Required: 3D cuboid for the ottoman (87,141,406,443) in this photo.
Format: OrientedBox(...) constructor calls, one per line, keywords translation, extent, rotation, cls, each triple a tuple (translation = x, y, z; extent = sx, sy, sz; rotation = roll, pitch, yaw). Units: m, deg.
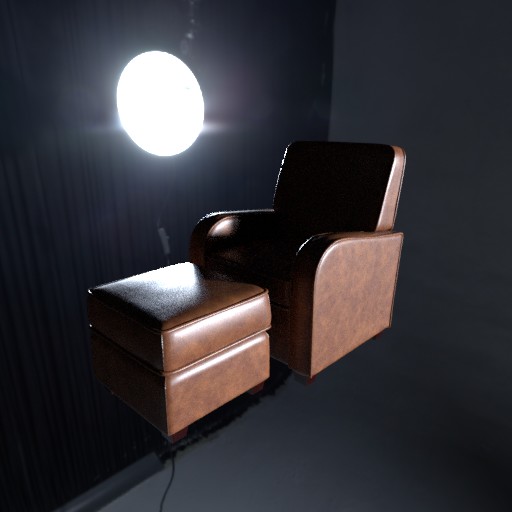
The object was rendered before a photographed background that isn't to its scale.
OrientedBox(translation=(0.000, 0.000, 1.877), extent=(0.732, 0.904, 1.314), rotation=(16, 23, 42), cls="ottoman")
